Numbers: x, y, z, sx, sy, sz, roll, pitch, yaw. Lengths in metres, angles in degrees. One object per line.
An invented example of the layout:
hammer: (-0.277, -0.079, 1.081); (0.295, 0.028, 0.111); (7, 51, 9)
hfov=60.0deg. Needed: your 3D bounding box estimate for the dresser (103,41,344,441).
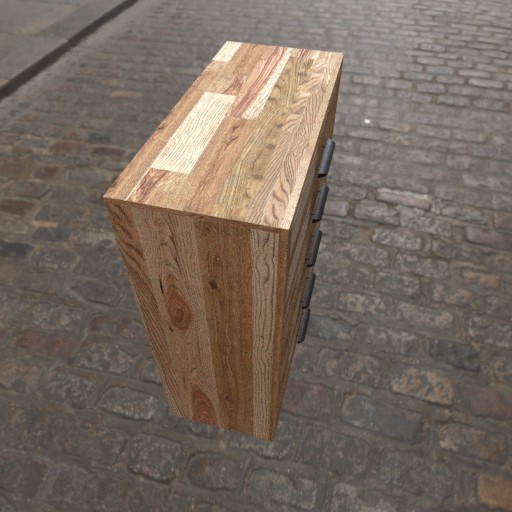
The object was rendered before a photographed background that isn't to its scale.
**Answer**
dresser: (0.000, 0.000, 1.756); (0.480, 1.243, 0.966); (11, 47, 10)
